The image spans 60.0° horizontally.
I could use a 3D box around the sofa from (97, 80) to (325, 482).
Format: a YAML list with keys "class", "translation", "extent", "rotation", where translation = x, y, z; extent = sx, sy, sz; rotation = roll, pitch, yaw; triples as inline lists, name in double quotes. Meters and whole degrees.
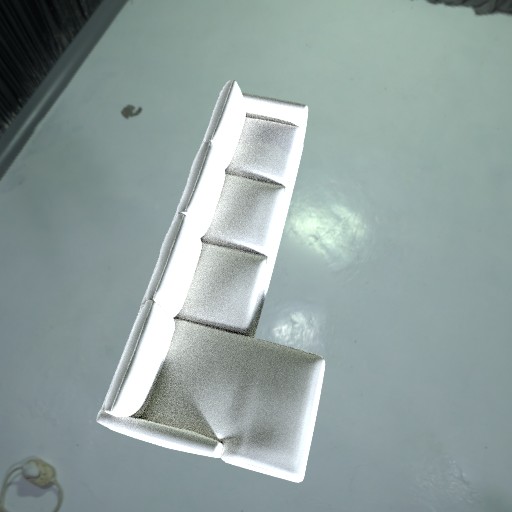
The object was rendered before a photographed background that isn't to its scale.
- class: "sofa"
  translation: [0.000, 0.000, 3.746]
  extent: [1.467, 0.875, 3.186]
  rotation: [12, 65, 6]
